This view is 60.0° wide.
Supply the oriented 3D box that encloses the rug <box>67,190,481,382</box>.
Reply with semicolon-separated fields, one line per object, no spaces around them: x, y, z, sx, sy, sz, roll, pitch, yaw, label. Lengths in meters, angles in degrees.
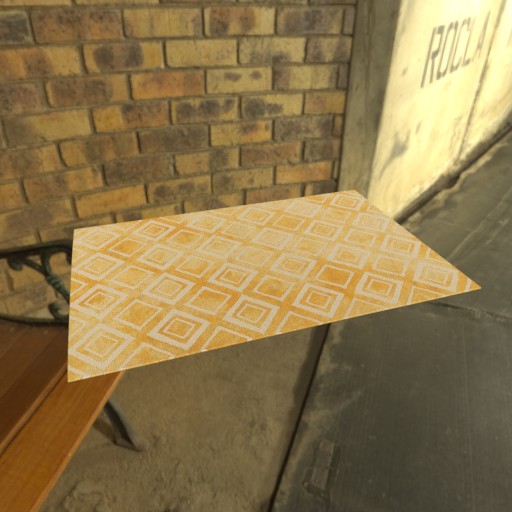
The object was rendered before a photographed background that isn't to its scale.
0.000;0.000;2.317;1.829;0.010;1.213;-10;33;-16;rug
